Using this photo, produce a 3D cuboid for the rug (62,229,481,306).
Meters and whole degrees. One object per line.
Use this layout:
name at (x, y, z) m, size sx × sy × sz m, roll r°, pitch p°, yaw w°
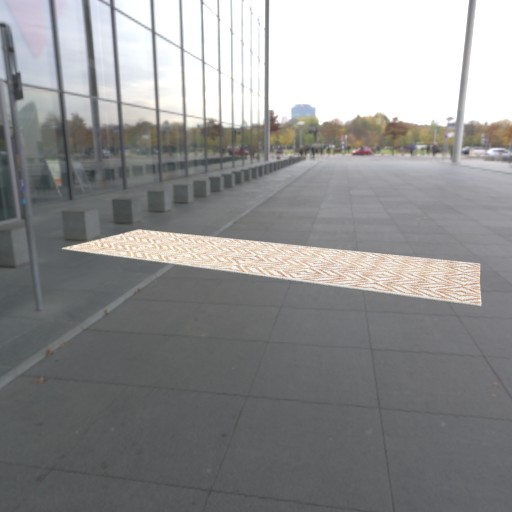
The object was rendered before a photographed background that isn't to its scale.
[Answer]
rug at (0.000, 0.000, 2.677) m, size 2.435 × 0.009 × 0.750 m, roll 7°, pitch 15°, yaw 25°
